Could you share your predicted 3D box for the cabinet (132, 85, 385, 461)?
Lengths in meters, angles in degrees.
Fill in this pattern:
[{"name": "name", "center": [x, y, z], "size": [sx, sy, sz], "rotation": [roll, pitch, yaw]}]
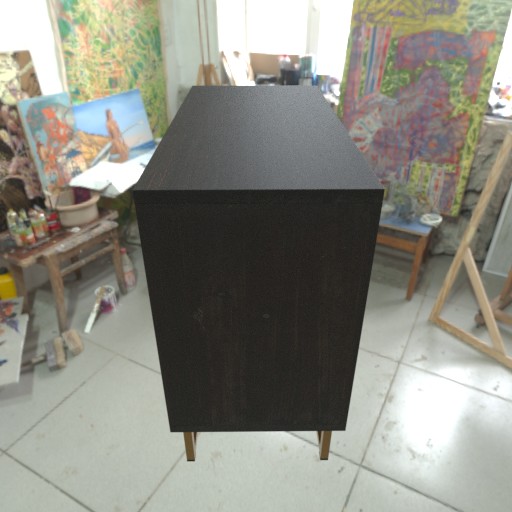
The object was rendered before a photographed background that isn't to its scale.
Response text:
[{"name": "cabinet", "center": [0.000, 0.000, 1.419], "size": [0.451, 0.860, 0.950], "rotation": [0, 32, 0]}]
